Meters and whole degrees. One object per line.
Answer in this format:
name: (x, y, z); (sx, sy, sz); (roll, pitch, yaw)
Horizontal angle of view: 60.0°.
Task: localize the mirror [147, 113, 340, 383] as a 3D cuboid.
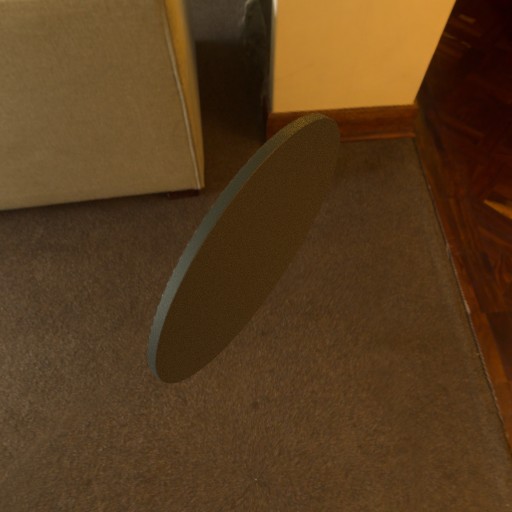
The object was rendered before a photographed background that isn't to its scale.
mirror: (0.000, 0.000, 1.617); (0.036, 1.077, 1.077); (33, 68, 15)
